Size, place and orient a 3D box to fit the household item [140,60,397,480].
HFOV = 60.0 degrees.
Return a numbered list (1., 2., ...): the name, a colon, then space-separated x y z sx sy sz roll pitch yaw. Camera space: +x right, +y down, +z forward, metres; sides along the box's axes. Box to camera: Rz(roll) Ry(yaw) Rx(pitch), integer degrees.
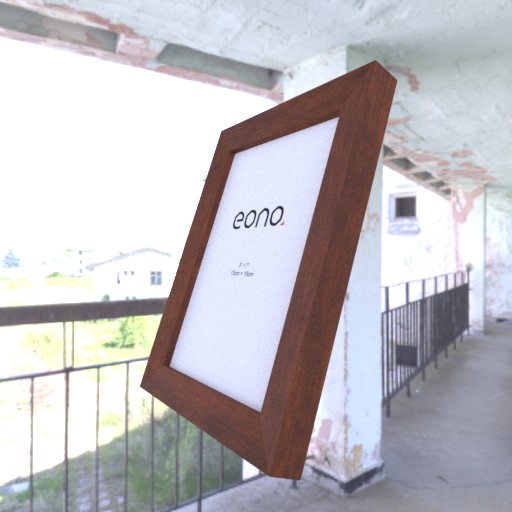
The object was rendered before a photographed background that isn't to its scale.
1. household item: 0.000 0.000 0.284 0.096 0.204 0.160 0 0 -35
